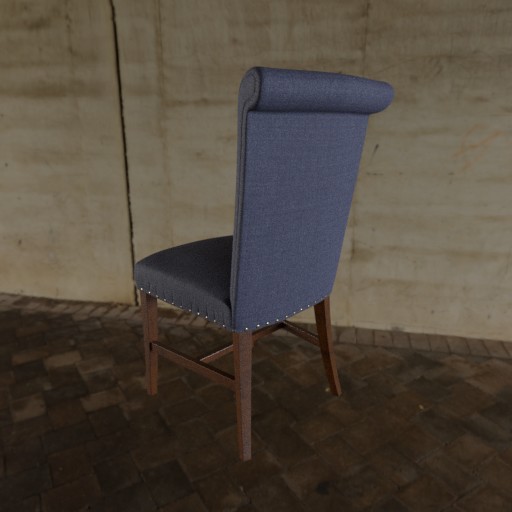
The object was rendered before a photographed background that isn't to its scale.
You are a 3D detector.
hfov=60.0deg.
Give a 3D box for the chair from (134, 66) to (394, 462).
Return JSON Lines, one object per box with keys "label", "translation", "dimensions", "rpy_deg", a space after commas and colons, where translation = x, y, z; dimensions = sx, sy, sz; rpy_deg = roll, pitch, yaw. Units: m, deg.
{"label": "chair", "translation": [0.000, 0.000, 1.341], "dimensions": [0.513, 0.988, 0.608], "rpy_deg": [-16, 23, -43]}
